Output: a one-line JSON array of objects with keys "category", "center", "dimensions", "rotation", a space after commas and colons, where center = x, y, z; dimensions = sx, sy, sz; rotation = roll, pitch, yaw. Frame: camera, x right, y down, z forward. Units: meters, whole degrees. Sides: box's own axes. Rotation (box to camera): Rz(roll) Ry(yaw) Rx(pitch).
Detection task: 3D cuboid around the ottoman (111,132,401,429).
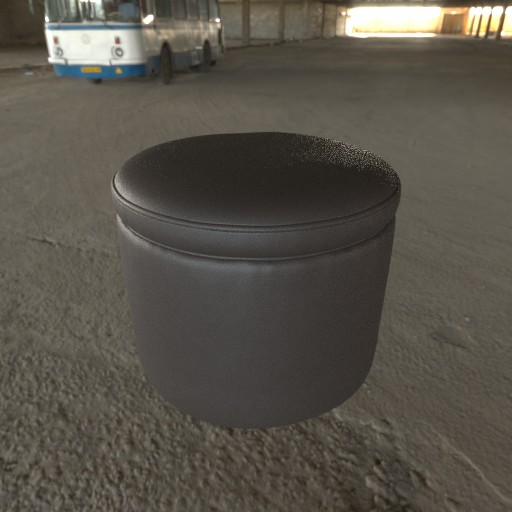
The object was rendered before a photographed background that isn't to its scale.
[{"category": "ottoman", "center": [0.000, 0.000, 0.866], "dimensions": [0.500, 0.409, 0.500], "rotation": [0, 28, 0]}]
